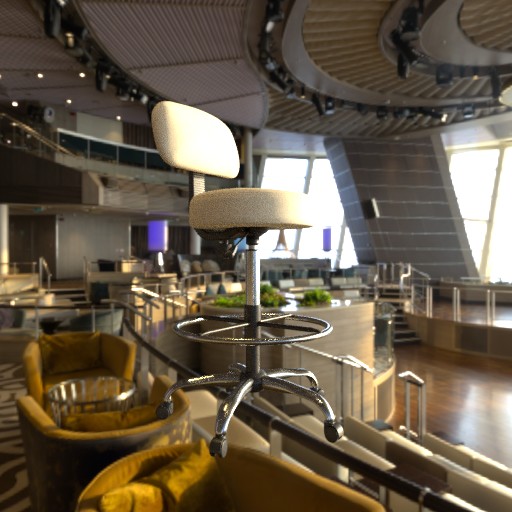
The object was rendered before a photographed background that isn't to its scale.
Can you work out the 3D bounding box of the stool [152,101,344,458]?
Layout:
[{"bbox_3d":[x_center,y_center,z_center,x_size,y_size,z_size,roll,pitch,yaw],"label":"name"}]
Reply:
[{"bbox_3d":[0.000,0.000,1.462,0.616,1.080,0.609,0,1,37],"label":"stool"}]
